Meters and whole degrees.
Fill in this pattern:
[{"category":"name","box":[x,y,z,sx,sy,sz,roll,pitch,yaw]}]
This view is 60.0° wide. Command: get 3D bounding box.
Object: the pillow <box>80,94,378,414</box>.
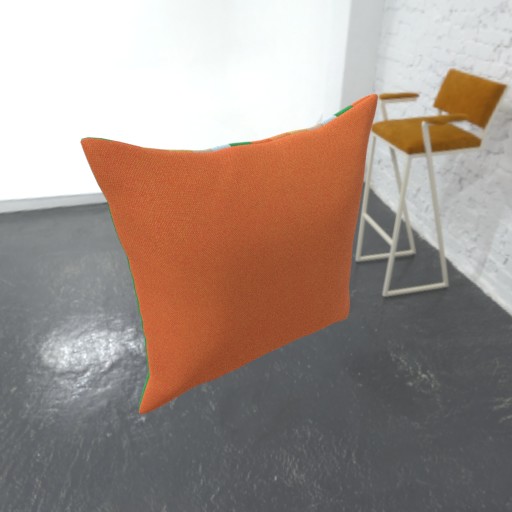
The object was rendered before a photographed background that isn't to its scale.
[{"category":"pillow","box":[0.000,0.000,0.698,0.453,0.444,0.169,-19,36,-28]}]
